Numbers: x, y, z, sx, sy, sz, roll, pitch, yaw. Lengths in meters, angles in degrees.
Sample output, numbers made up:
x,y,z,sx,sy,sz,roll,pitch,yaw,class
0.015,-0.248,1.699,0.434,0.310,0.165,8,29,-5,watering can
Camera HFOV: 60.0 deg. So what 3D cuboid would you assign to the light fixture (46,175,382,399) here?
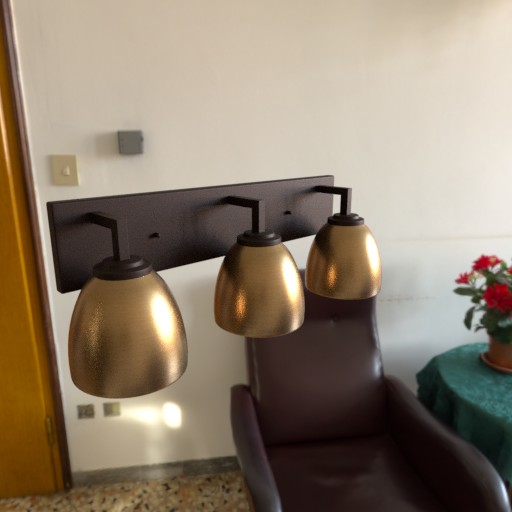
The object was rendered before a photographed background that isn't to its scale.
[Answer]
x,y,z,sx,sy,sz,roll,pitch,yaw,class
0.000,0.000,0.678,0.582,0.204,0.157,-14,21,-42,light fixture
